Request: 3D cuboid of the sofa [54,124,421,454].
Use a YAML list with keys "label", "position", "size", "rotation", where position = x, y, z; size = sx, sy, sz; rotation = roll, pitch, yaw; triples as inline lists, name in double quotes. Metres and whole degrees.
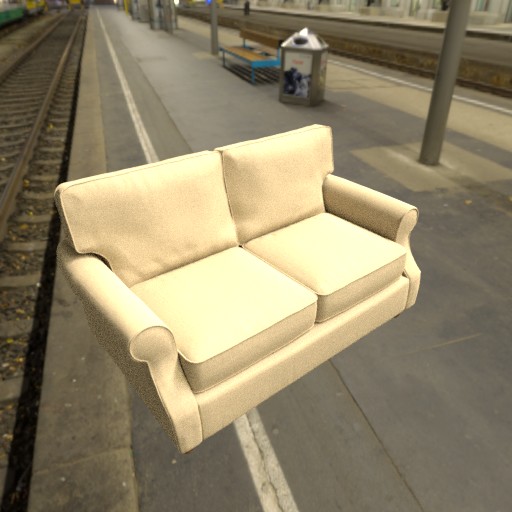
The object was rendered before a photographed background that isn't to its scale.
- label: "sofa"
  position: [0.000, 0.000, 2.172]
  size: [1.665, 0.937, 0.964]
  rotation: [-22, 37, -33]
